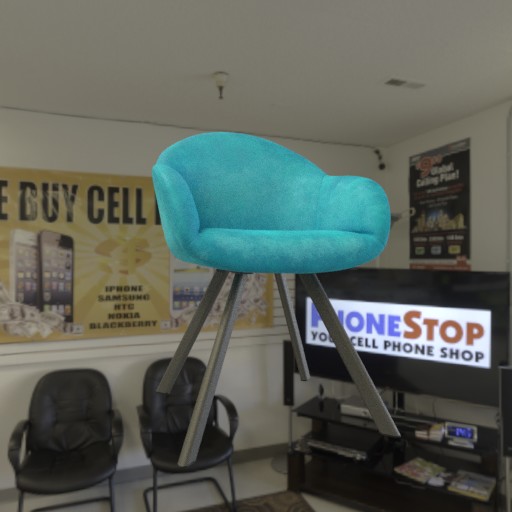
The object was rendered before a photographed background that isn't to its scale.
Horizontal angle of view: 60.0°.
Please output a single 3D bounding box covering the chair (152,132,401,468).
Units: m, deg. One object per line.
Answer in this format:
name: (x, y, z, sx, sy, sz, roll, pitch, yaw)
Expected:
chair: (0.000, 0.000, 1.182, 0.550, 0.795, 0.590, 0, 0, -17)
